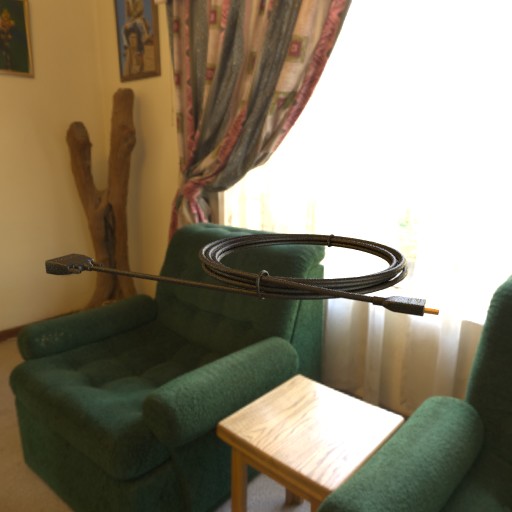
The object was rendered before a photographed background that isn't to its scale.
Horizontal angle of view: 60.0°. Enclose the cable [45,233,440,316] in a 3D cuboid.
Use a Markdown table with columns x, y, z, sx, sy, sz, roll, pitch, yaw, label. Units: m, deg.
| x | y | z | sx | sy | sz | roll | pitch | yaw | label |
| --- | --- | --- | --- | --- | --- | --- | --- | --- | --- |
| 0.000 | 0.000 | 0.528 | 0.422 | 0.030 | 0.257 | 7 | 15 | 25 | cable |
